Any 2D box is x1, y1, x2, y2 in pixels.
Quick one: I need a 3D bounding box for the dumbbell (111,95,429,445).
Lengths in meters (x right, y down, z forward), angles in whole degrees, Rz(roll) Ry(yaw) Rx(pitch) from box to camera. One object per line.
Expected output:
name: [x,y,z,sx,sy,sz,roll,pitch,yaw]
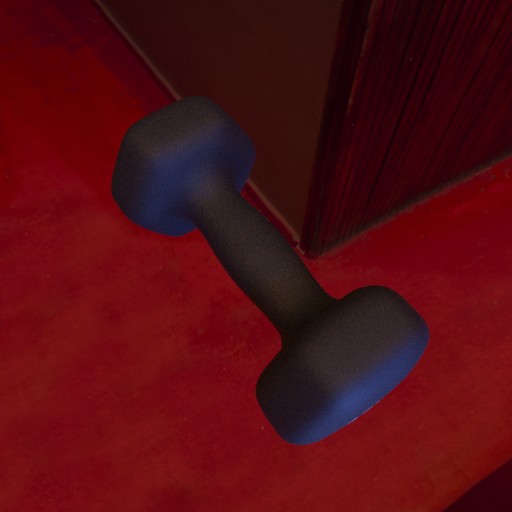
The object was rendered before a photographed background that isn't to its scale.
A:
dumbbell: [0.000,0.000,0.293,0.112,0.101,0.231,-32,66,-16]
